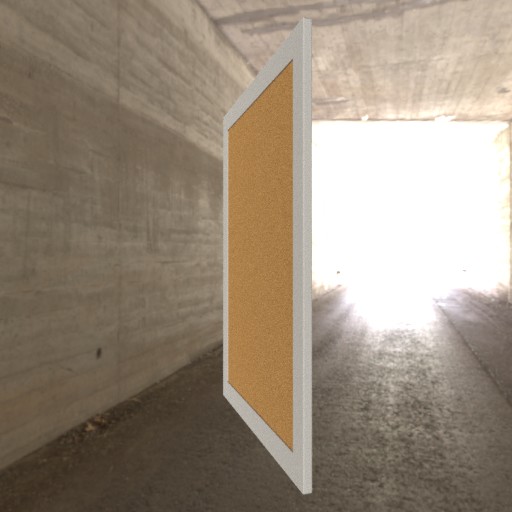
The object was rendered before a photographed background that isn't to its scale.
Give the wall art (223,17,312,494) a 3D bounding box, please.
[{"bbox_3d":[0.000,0.000,0.670,0.012,0.529,0.374,0,0,-18],"label":"wall art"}]
